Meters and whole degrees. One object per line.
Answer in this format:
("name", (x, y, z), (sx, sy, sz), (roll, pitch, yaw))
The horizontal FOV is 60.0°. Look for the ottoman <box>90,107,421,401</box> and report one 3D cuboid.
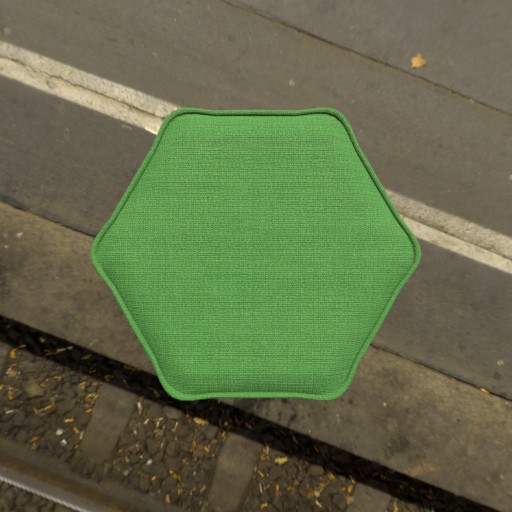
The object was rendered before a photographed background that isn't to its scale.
("ottoman", (0.000, 0.000, 0.897), (0.499, 0.507, 0.444), (0, 89, 0))
